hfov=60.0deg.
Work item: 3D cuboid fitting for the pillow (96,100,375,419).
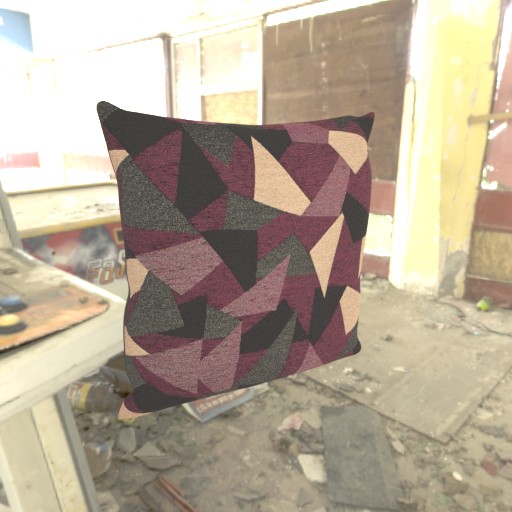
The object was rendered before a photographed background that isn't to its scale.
[{"bbox_3d":[0.000,0.000,0.765,0.503,0.496,0.208,-8,18,-26],"label":"pillow"}]
